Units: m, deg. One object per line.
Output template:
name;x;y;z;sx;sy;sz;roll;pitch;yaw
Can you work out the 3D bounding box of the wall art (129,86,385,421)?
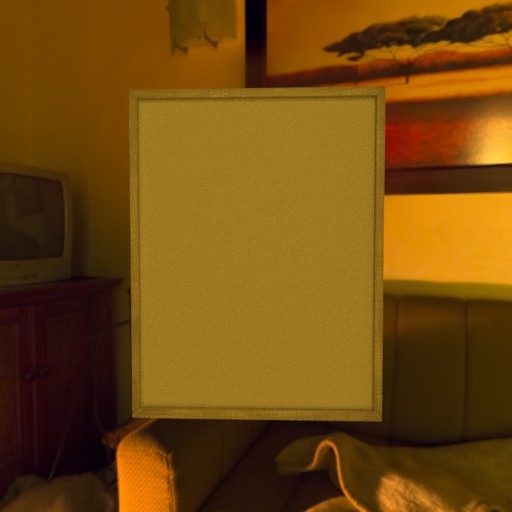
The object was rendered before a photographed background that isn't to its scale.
wall art;0.000;0.000;1.379;0.781;1.022;0.035;0;2;2
